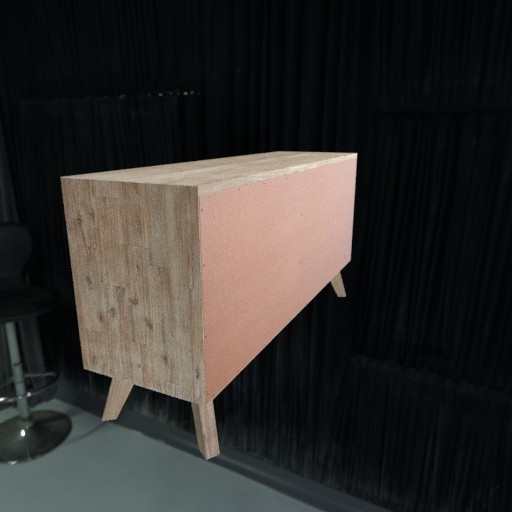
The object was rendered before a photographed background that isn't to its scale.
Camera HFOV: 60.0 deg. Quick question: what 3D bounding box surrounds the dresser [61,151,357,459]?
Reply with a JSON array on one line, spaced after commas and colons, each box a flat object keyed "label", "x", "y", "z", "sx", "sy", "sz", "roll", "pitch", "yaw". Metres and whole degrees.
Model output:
[{"label": "dresser", "x": 0.000, "y": 0.000, "z": 1.922, "sx": 0.455, "sy": 0.805, "sz": 1.554, "roll": 8, "pitch": 18, "yaw": 25}]
